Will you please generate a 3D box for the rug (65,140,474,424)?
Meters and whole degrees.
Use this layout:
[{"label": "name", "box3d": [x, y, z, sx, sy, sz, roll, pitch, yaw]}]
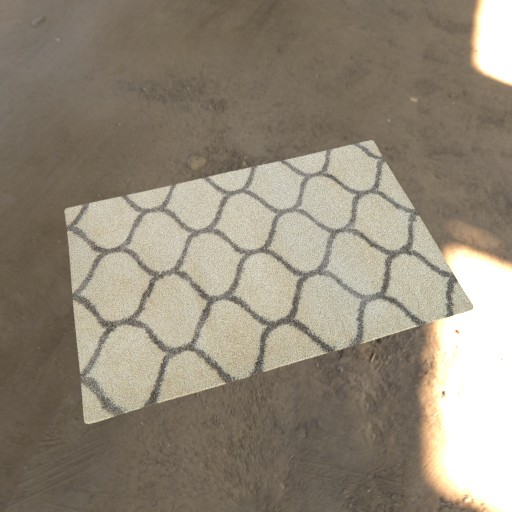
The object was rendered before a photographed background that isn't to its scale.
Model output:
[{"label": "rug", "box3d": [0.000, 0.000, 2.903, 2.348, 0.024, 1.501, -14, 60, -9]}]
